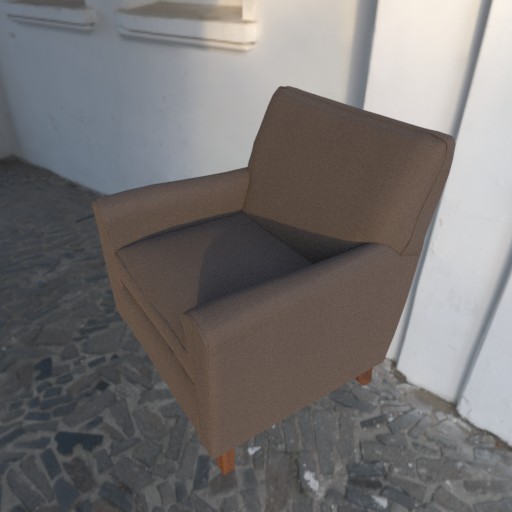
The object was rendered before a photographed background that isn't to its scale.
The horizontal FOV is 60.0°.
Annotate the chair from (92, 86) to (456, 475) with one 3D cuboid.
[{"bbox_3d":[0.000,0.000,1.535,0.831,0.911,0.836,-20,38,-28],"label":"chair"}]
